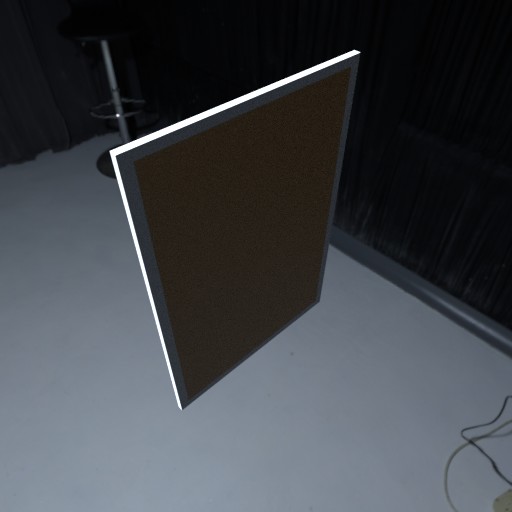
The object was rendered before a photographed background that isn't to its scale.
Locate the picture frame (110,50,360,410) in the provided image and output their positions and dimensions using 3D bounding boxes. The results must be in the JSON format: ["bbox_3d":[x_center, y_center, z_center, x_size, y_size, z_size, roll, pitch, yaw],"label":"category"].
[{"bbox_3d":[0.000,0.000,0.863,0.457,0.657,0.013,-33,54,-28],"label":"picture frame"}]
